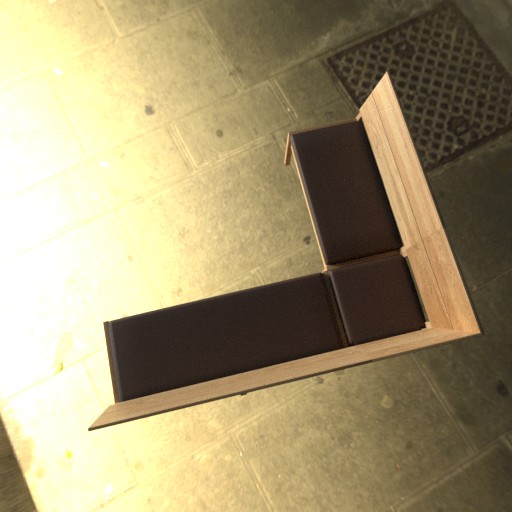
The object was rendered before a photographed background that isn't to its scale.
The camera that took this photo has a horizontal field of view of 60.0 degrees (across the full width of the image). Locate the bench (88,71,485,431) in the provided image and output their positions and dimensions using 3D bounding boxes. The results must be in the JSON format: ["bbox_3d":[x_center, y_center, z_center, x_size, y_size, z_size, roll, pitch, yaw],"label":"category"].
[{"bbox_3d":[0.000,0.000,2.726,1.975,0.890,1.549,-14,76,-4],"label":"bench"}]
